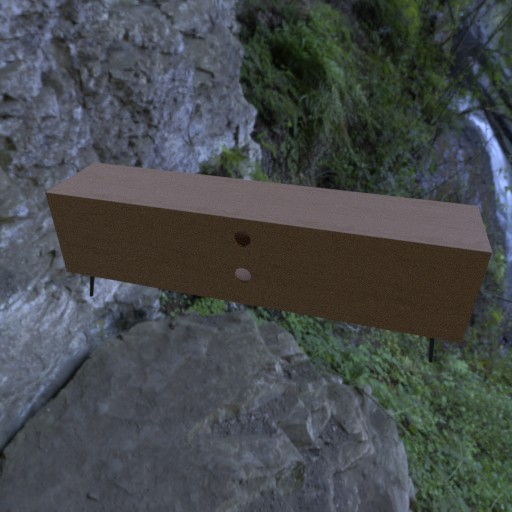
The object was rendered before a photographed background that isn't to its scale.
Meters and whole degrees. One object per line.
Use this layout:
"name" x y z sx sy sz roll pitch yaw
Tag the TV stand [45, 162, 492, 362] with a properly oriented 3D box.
"TV stand" 0.000 0.000 2.006 1.760 0.580 0.400 9 33 13
